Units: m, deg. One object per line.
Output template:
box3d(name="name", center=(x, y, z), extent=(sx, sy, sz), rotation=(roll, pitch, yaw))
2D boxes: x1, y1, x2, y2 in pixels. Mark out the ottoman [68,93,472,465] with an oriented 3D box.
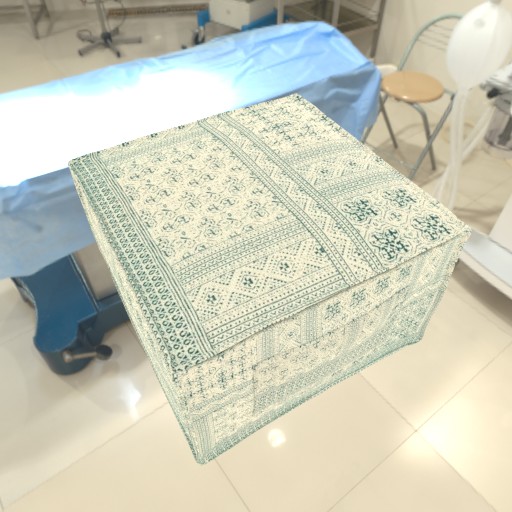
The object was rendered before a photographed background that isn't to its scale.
box3d(name="ottoman", center=(0.000, 0.000, 1.035), extent=(0.617, 0.439, 0.626), rotation=(-23, 52, -20))
